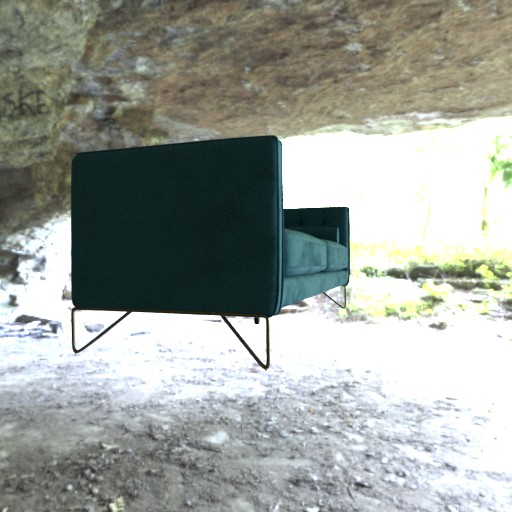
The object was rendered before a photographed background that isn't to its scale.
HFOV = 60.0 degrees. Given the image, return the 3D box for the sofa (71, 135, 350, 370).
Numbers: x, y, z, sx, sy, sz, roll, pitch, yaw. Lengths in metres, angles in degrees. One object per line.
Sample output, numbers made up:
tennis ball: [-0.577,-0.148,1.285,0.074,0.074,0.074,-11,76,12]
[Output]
sofa: [0.000,0.000,2.562,0.867,0.789,2.087,0,-1,18]
